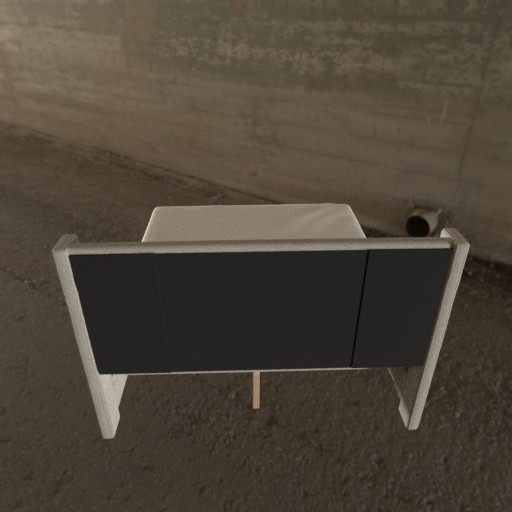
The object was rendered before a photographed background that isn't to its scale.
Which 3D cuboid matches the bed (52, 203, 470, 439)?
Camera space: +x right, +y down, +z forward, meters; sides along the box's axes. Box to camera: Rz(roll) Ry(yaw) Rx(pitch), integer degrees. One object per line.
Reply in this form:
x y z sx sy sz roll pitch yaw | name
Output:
0.000 0.000 3.597 2.140 1.470 2.280 -1 31 -2 | bed
